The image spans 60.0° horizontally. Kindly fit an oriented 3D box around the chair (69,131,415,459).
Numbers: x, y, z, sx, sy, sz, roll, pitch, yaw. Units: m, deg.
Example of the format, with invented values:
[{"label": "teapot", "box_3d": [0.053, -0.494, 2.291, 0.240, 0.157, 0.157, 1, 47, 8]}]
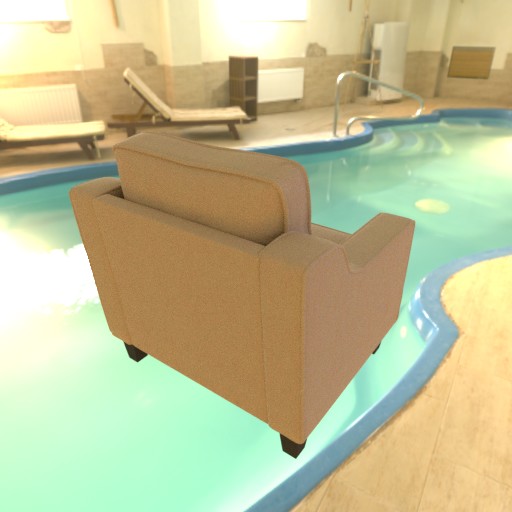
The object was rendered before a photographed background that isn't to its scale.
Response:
[{"label": "chair", "box_3d": [0.000, 0.000, 1.687, 0.922, 0.948, 0.882, 19, 34, 31]}]
